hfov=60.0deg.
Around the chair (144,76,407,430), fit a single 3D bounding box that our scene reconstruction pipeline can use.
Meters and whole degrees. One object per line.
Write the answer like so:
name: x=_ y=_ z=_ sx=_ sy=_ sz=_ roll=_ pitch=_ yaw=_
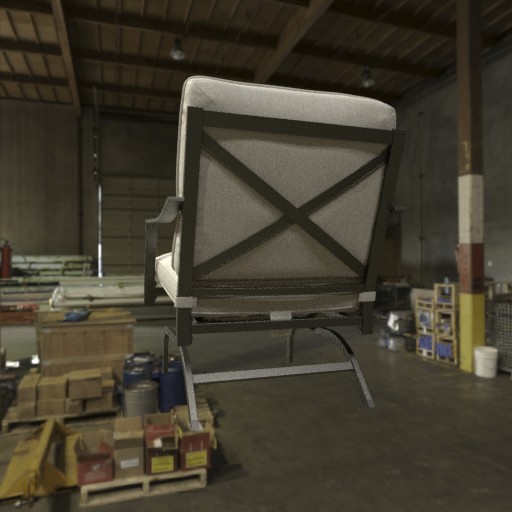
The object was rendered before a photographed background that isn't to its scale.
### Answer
chair: x=0.000 y=0.000 z=1.431 sx=0.650 sy=0.860 sz=0.787 roll=0 pitch=-1 yaw=-19
